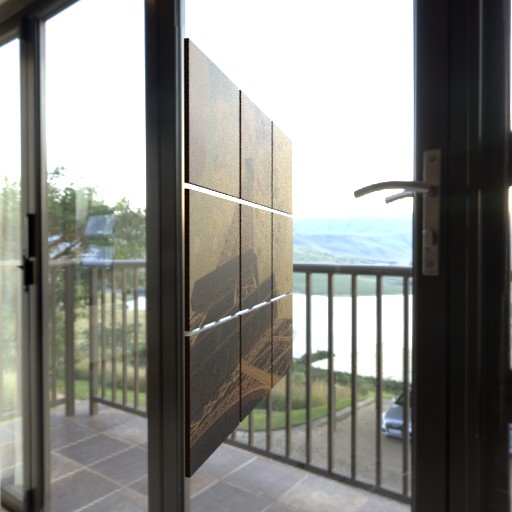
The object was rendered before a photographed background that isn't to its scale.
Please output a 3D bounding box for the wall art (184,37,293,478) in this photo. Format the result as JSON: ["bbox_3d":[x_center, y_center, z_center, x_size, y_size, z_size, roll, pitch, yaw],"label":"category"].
[{"bbox_3d":[0.000,0.000,1.852,0.017,1.246,1.256,0,1,18],"label":"wall art"}]
